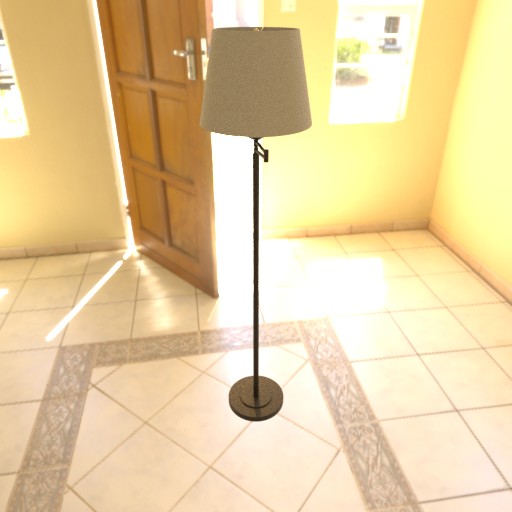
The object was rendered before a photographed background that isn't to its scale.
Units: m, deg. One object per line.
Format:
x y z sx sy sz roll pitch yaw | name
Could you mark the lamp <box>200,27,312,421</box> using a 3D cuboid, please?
0.000 0.000 1.613 0.348 1.473 0.348 -9 31 -16 | lamp
